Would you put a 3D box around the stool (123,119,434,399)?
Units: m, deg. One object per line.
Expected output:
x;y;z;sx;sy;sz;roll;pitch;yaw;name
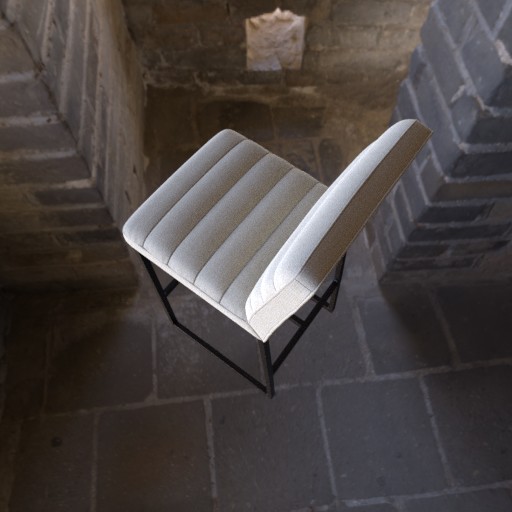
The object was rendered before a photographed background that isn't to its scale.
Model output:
0.000;0.000;1.312;0.560;1.040;0.460;33;66;17;stool
